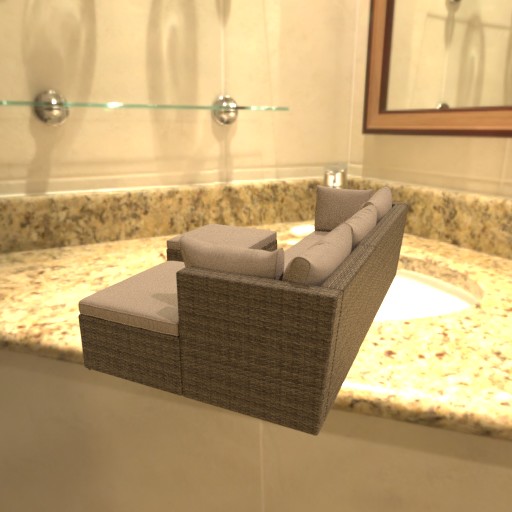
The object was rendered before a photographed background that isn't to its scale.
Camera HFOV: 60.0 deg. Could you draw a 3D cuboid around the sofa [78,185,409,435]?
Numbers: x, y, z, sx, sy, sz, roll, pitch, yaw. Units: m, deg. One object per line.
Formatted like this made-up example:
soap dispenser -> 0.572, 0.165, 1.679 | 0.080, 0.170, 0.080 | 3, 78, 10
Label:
sofa -> 0.000, 0.000, 2.957 | 1.662, 0.766, 2.192 | 8, 18, 24
